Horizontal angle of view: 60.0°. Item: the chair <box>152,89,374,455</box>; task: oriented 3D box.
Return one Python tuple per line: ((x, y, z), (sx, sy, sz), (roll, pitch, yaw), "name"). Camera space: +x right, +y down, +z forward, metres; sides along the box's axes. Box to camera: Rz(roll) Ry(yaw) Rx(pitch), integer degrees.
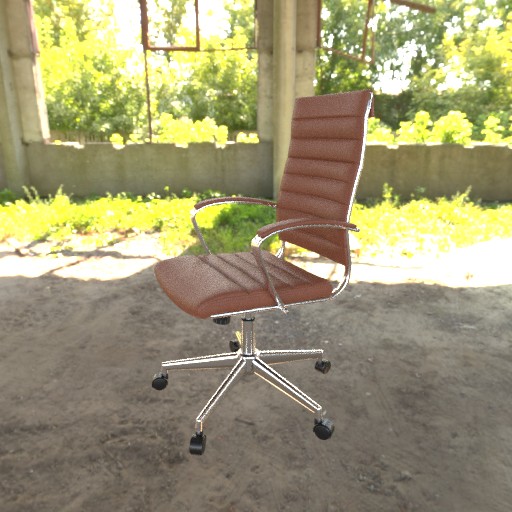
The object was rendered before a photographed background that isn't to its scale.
((0.000, 0.000, 1.636), (0.739, 1.149, 0.766), (-8, 18, -27), "chair")
